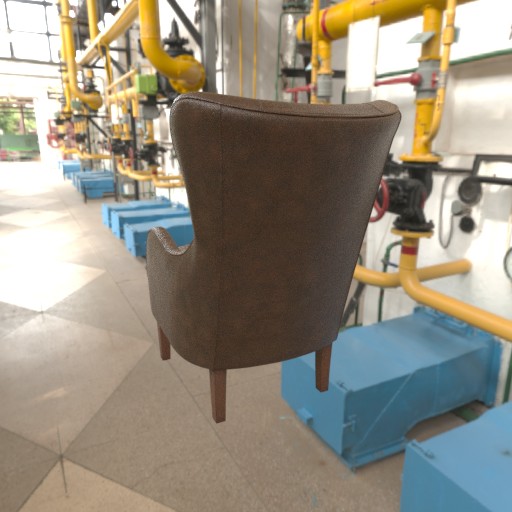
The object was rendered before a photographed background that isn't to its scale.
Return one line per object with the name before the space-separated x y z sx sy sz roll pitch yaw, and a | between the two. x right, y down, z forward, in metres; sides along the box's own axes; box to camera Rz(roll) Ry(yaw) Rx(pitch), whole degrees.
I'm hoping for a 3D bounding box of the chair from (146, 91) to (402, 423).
chair | 0.000 0.000 1.597 0.692 1.048 0.914 -7 17 -25
